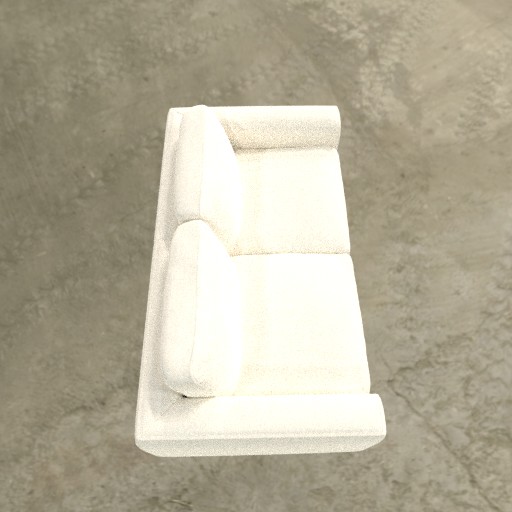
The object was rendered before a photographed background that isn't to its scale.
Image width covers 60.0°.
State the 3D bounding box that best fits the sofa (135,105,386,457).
[{"bbox_3d":[0.000,0.000,2.390,1.069,0.801,1.920,-1,62,-1],"label":"sofa"}]
